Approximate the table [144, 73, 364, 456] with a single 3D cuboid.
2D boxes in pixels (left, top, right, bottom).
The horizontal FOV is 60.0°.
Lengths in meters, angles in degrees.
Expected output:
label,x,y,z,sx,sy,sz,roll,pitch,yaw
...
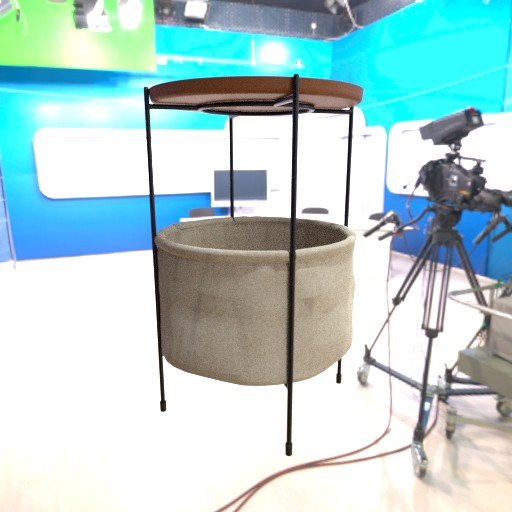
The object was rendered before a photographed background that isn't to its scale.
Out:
label,x,y,z,sx,sy,sz,roll,pitch,yaw
table,0.000,0.000,0.887,0.393,0.623,0.393,7,15,27
